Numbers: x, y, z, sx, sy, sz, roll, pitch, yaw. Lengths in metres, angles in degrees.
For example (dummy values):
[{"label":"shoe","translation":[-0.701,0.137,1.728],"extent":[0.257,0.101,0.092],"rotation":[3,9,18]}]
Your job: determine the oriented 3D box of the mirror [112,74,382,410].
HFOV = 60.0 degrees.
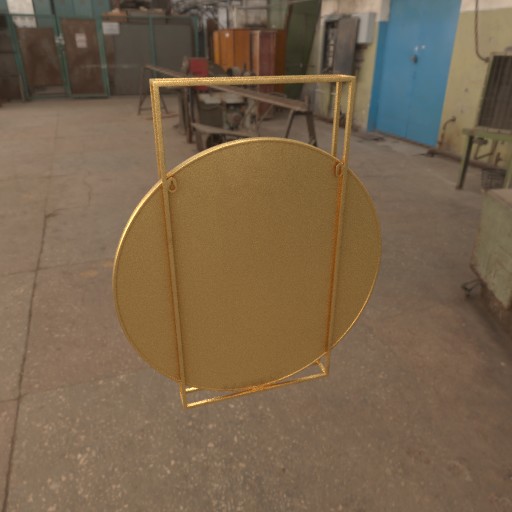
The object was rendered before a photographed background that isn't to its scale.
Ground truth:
[{"label":"mirror","translation":[0.000,0.000,0.806],"extent":[0.508,0.603,0.051],"rotation":[-8,27,-16]}]
